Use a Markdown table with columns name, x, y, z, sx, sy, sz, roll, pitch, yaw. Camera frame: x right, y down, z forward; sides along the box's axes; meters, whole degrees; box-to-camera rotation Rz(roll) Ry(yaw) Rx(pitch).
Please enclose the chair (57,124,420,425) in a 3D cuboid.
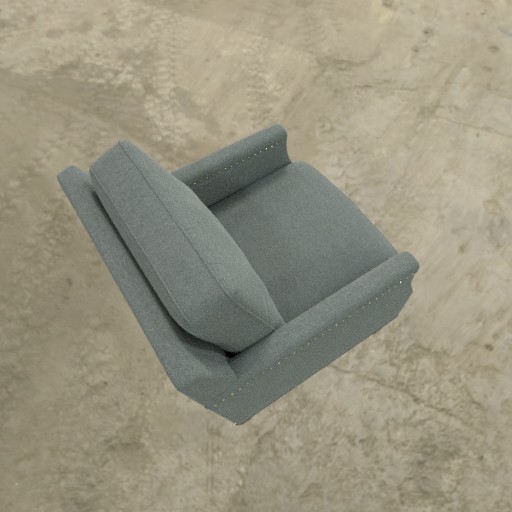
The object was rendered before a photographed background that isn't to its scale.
| name | x | y | z | sx | sy | sz | roll | pitch | yaw |
| --- | --- | --- | --- | --- | --- | --- | --- | --- | --- |
| chair | 0.000 | 0.000 | 1.755 | 1.031 | 1.031 | 0.885 | -29 | 62 | -17 |
